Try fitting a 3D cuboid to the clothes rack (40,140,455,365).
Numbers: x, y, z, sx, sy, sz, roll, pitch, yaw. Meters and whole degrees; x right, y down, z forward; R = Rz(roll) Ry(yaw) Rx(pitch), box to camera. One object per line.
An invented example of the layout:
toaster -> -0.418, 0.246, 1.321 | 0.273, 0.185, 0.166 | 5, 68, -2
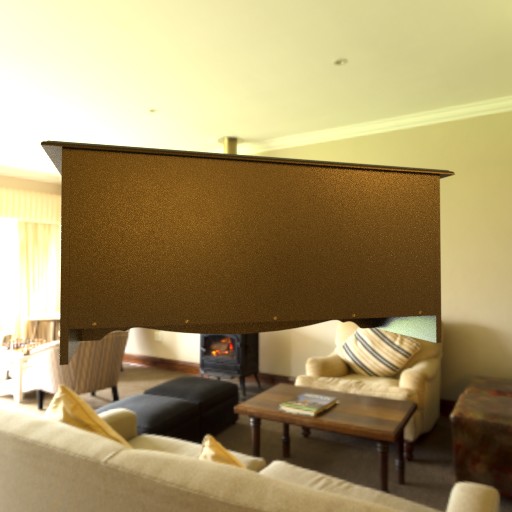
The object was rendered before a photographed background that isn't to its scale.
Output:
clothes rack -> 0.000, 0.000, 1.443 | 1.219, 0.556, 0.406 | 0, -1, -17
